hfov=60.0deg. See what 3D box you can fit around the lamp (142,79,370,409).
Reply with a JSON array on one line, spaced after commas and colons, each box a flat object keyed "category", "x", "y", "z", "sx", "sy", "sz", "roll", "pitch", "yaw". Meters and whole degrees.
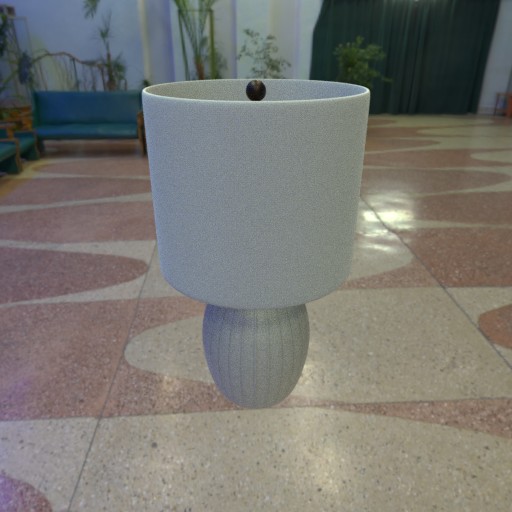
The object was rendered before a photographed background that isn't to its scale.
[{"category": "lamp", "x": 0.000, "y": 0.000, "z": 0.770, "sx": 0.328, "sy": 0.570, "sz": 0.328, "roll": 0, "pitch": 26, "yaw": 0}]
